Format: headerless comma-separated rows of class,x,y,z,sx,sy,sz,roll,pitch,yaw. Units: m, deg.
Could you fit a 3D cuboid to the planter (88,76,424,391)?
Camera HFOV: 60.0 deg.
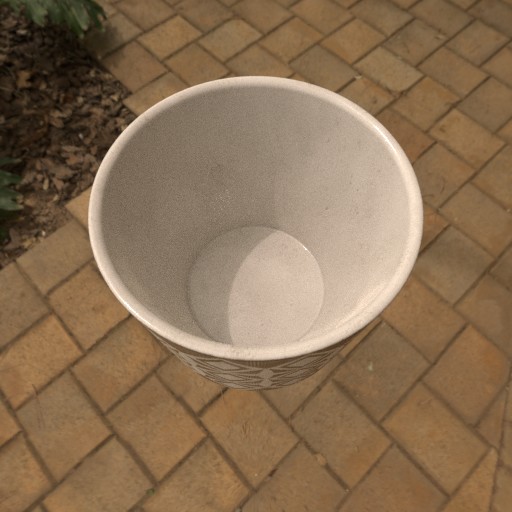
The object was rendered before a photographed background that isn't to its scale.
planter,0.000,0.000,0.445,0.260,0.220,0.260,0,64,0
